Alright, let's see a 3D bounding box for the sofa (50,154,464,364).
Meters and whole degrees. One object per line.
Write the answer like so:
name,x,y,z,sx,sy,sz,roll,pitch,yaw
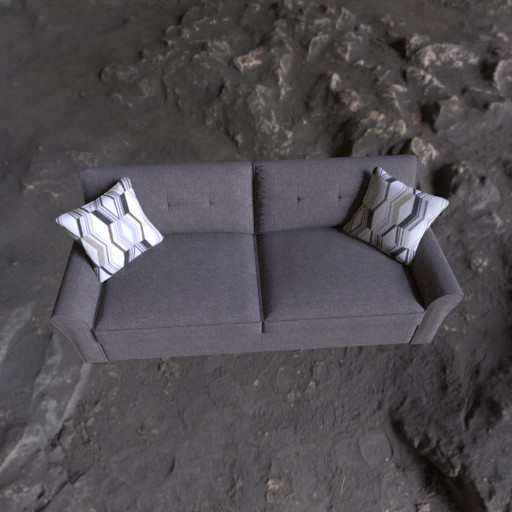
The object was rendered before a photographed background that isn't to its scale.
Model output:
sofa,0.000,0.000,2.502,2.032,0.813,0.889,-3,47,-3
